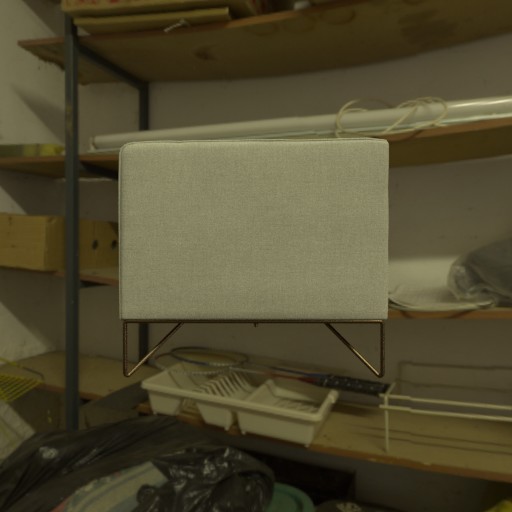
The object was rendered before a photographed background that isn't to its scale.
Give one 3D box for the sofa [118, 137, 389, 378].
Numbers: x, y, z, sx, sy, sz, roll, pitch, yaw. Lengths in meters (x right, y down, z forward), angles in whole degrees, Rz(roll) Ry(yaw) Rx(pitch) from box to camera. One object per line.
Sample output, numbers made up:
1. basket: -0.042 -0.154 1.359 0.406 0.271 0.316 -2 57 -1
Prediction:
1. sofa: 0.000 0.000 2.489 0.912 0.798 2.079 0 0 0
